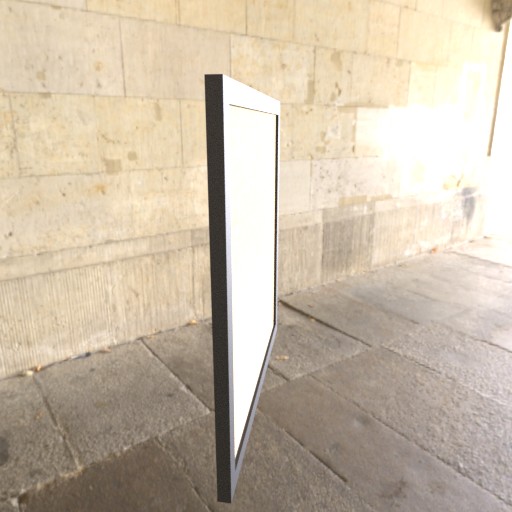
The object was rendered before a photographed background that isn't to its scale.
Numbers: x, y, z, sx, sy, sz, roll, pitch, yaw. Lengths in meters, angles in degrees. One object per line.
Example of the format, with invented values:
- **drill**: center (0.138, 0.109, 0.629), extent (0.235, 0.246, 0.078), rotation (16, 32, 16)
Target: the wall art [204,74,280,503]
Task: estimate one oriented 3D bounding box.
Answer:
- **wall art**: center (0.000, 0.000, 0.514), extent (0.013, 0.356, 0.356), rotation (3, 16, 9)
